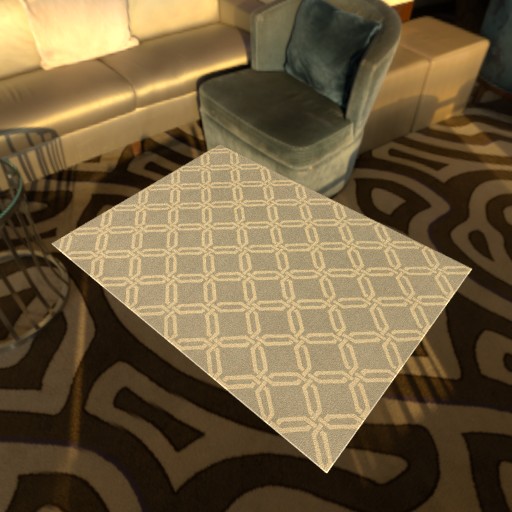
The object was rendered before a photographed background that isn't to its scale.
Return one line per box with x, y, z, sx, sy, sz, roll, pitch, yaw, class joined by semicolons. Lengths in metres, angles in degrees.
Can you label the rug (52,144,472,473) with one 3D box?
0.000;0.000;4.364;3.353;0.013;2.438;32;54;27;rug
